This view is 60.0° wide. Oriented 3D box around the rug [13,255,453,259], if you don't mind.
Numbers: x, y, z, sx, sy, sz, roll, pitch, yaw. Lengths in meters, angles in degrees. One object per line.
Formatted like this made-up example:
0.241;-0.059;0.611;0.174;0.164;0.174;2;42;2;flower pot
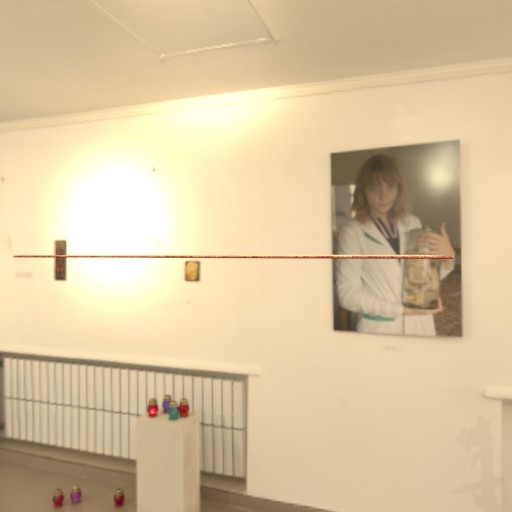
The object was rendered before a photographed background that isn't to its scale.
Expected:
0.000;0.000;4.005;3.050;0.016;2.441;0;0;19;rug
